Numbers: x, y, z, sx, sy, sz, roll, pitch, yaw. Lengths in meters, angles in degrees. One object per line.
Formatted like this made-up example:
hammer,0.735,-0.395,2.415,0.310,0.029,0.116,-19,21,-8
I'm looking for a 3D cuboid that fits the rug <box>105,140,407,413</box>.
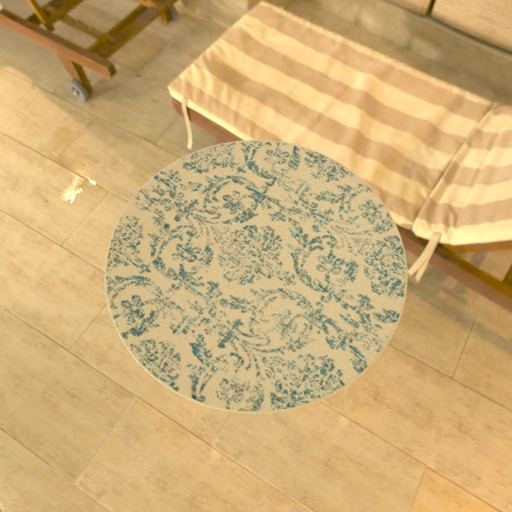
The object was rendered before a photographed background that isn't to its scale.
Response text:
rug,0.000,0.000,2.358,1.593,0.012,1.593,0,63,0
